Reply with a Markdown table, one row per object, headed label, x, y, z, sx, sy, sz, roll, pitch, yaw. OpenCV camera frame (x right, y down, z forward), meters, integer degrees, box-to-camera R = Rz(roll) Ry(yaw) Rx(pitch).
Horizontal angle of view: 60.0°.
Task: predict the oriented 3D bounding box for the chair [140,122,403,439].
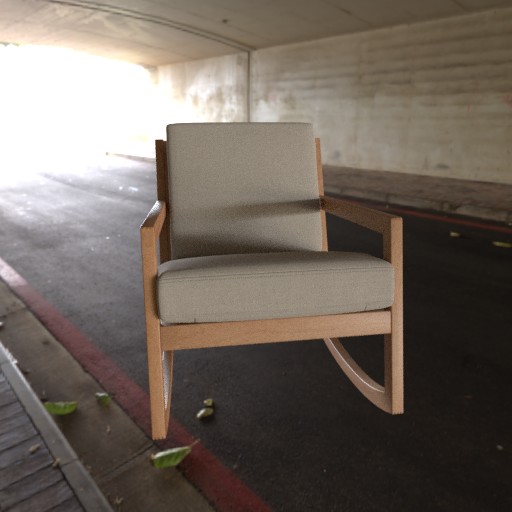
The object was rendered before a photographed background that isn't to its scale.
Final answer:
| label | x | y | z | sx | sy | sz | roll | pitch | yaw |
| --- | --- | --- | --- | --- | --- | --- | --- | --- | --- |
| chair | 0.000 | 0.000 | 1.388 | 0.622 | 0.790 | 0.857 | -3 | 18 | -8 |
